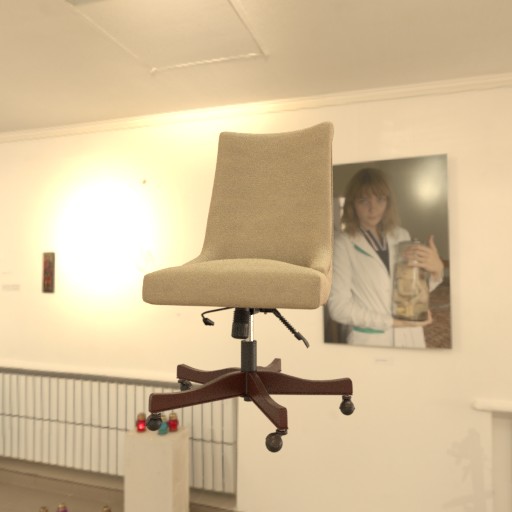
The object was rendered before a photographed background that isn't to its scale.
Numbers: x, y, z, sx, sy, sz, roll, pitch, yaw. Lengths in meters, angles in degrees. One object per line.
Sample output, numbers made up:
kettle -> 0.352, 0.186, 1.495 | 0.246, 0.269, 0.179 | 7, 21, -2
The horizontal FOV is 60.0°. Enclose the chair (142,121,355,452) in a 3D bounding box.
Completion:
chair -> 0.000, 0.000, 1.489 | 0.645, 1.010, 0.696 | 0, -1, 17
